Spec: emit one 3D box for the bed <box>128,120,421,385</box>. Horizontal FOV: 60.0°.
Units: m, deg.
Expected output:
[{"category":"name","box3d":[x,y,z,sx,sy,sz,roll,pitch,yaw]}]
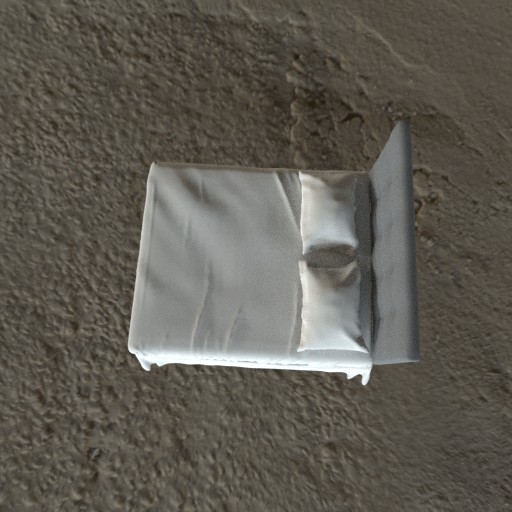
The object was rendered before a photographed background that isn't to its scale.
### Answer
[{"category":"bed","box3d":[0.000,0.000,3.605,2.222,1.577,1.936,3,75,1]}]
